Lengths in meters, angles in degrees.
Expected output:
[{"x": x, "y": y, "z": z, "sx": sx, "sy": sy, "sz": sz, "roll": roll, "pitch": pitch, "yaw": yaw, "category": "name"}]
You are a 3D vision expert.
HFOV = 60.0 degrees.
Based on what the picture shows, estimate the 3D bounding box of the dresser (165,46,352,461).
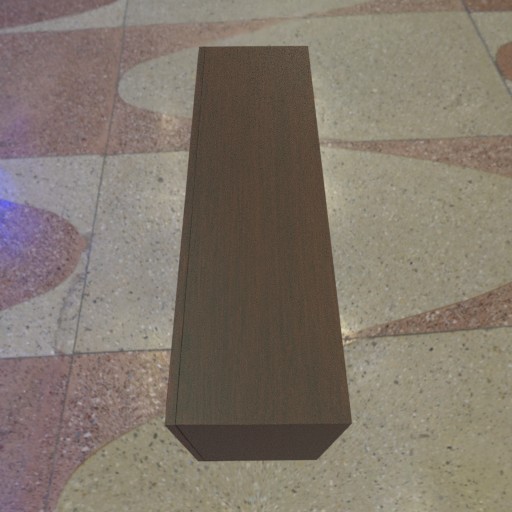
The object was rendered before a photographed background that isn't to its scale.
[{"x": 0.000, "y": 0.000, "z": 1.985, "sx": 0.499, "sy": 0.971, "sz": 1.609, "roll": -1, "pitch": 59, "yaw": 0, "category": "dresser"}]
